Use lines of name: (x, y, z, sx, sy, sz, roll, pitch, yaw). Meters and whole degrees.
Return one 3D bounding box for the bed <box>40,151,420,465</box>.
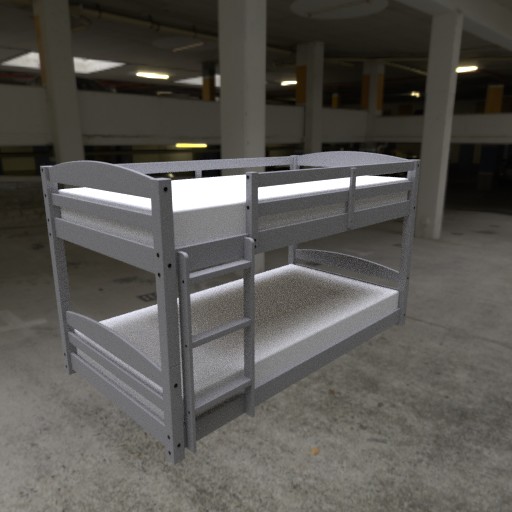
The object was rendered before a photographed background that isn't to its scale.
bed: (0.000, 0.000, 2.713, 1.105, 1.206, 2.013, 14, 21, 43)
